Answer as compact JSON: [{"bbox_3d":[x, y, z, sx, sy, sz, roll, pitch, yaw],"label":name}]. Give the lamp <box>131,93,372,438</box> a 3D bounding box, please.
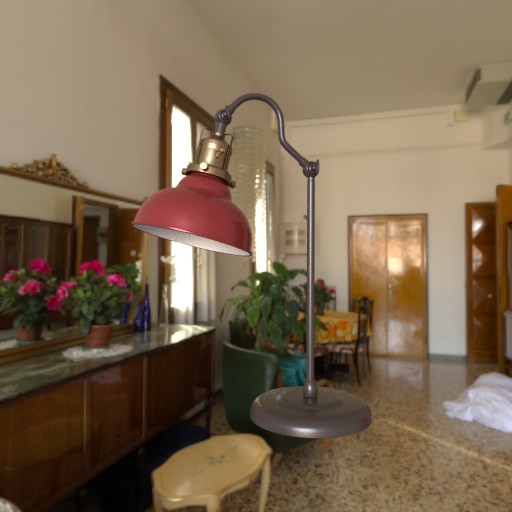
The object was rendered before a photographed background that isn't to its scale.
[{"bbox_3d":[0.000,0.000,0.686,0.374,0.508,0.192,0,-1,-18],"label":"lamp"}]
